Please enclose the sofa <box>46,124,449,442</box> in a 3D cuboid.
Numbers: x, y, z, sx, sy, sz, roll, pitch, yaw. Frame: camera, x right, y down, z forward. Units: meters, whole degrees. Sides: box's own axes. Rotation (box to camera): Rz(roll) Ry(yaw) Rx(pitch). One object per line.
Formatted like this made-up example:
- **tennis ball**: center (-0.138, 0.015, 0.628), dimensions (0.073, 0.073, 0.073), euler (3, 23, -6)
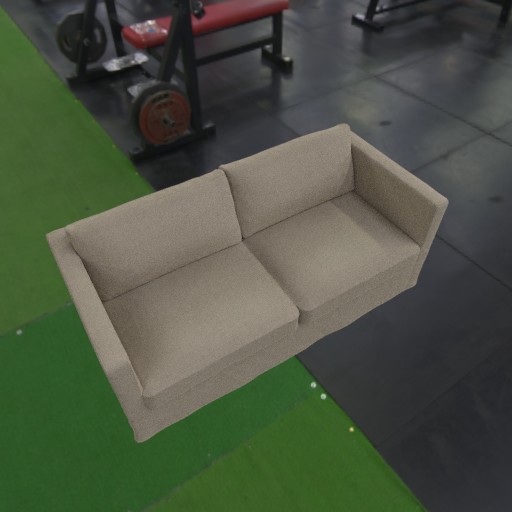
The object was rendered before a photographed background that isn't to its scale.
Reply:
- **sofa**: center (0.000, 0.000, 2.541), dimensions (1.987, 0.847, 0.956), euler (-25, 52, -21)
